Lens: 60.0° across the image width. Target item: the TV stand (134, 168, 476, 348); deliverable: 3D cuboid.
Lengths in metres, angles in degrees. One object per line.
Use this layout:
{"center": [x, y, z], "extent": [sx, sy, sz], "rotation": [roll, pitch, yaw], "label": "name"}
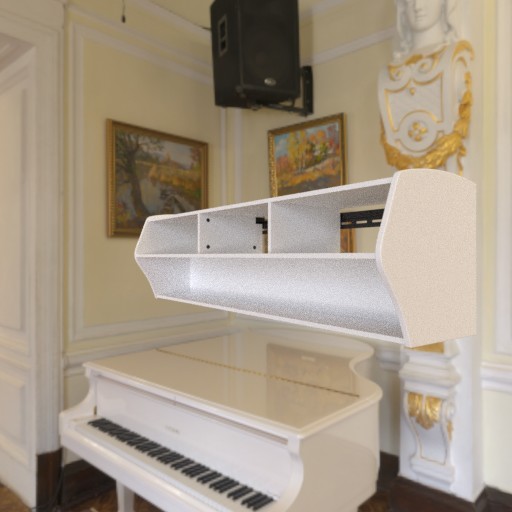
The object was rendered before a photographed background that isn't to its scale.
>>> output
{"center": [0.000, 0.000, 1.671], "extent": [0.397, 0.424, 1.473], "rotation": [0, 0, -36], "label": "TV stand"}
